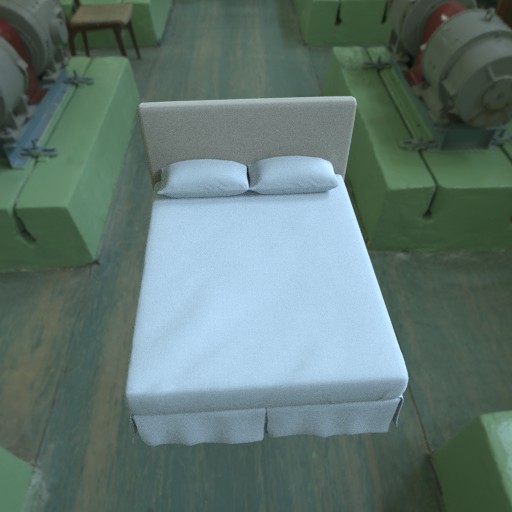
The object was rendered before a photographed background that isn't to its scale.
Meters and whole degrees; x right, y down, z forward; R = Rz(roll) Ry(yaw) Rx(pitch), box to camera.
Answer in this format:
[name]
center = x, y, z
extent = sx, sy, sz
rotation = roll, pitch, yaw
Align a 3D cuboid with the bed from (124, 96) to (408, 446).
[bed]
center = 0.000, 0.000, 3.155
extent = 1.748, 1.330, 2.142
rotation = -3, 46, -3
